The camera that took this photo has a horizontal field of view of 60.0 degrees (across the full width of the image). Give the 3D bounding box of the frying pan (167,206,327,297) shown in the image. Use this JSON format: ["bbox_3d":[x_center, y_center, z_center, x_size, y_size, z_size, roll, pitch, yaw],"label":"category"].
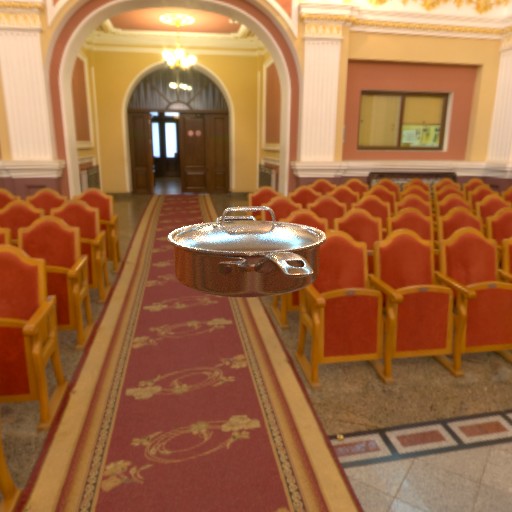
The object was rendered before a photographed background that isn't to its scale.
[{"bbox_3d":[0.000,0.000,0.611,0.245,0.111,0.492,-2,15,-9],"label":"frying pan"}]
